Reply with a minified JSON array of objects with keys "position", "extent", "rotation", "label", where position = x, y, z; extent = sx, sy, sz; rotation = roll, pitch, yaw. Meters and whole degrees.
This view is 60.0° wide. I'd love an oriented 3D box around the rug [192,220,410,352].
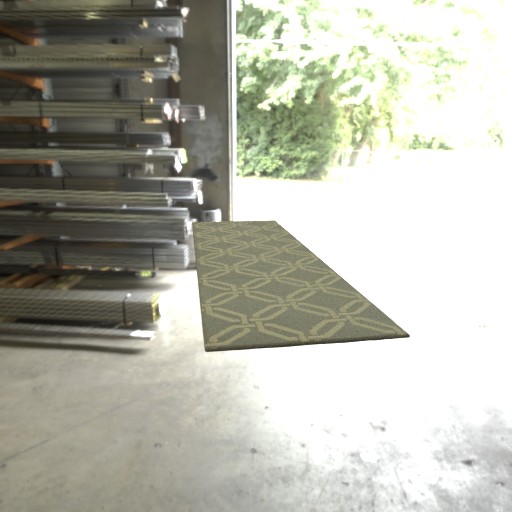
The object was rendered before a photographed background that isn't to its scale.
[{"position":[0.000,0.000,2.501],"extent":[0.678,0.014,2.276],"rotation":[-2,15,-9],"label":"rug"}]
